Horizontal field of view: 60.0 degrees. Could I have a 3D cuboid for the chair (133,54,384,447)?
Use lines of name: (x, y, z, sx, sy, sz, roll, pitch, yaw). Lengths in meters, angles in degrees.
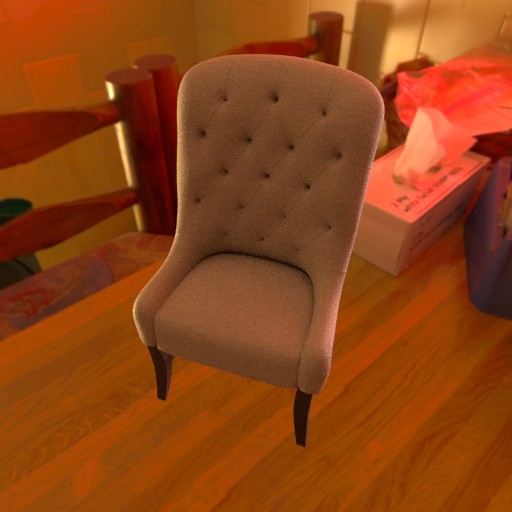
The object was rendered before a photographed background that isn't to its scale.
chair: (0.000, 0.000, 1.460, 0.634, 1.091, 0.629, 13, 44, 14)
